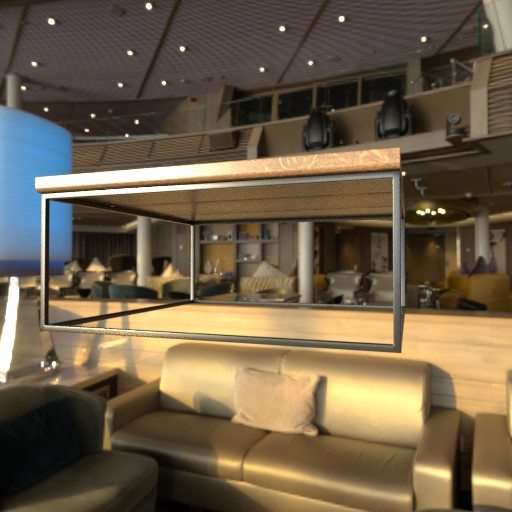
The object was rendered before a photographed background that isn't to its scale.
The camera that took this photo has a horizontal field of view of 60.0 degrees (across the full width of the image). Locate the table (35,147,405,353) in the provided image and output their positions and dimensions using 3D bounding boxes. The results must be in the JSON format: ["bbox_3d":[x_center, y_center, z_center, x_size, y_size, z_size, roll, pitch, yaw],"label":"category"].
[{"bbox_3d":[0.000,0.000,1.424,0.900,0.400,0.900,0,-1,19],"label":"table"}]
